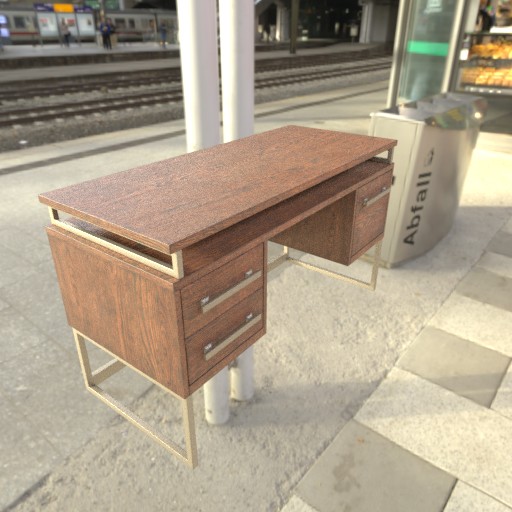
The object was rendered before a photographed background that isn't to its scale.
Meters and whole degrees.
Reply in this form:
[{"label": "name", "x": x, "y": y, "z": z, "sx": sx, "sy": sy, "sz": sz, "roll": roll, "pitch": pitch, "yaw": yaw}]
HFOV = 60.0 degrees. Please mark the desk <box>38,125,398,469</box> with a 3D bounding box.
[{"label": "desk", "x": 0.000, "y": 0.000, "z": 1.849, "sx": 0.610, "sy": 0.792, "sz": 1.384, "roll": 19, "pitch": 33, "yaw": 33}]
